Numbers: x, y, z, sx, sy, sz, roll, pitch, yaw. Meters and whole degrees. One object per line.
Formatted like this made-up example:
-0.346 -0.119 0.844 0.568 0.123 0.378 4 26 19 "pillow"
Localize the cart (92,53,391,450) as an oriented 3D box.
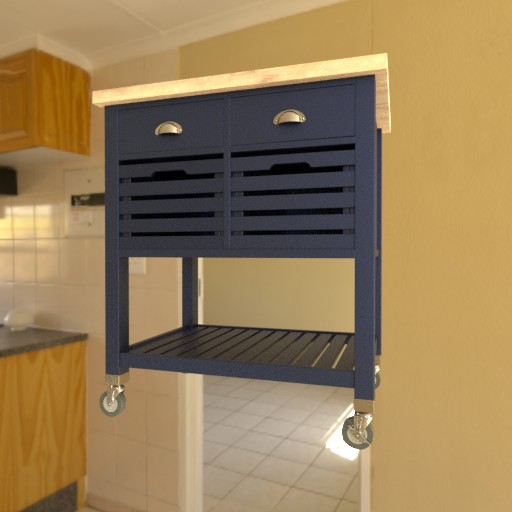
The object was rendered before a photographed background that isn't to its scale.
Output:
0.000 0.000 1.390 0.797 0.920 0.567 0 1 18 "cart"
